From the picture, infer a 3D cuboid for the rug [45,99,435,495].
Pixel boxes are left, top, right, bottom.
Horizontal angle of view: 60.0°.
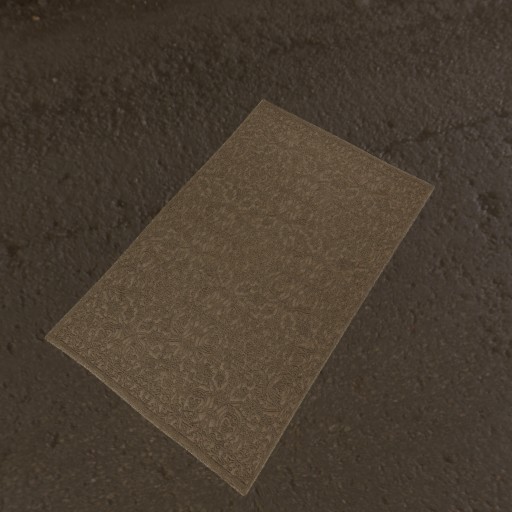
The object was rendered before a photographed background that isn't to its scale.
[{"bbox_3d":[0.000,0.000,3.004,1.529,0.012,2.435,32,68,14],"label":"rug"}]
